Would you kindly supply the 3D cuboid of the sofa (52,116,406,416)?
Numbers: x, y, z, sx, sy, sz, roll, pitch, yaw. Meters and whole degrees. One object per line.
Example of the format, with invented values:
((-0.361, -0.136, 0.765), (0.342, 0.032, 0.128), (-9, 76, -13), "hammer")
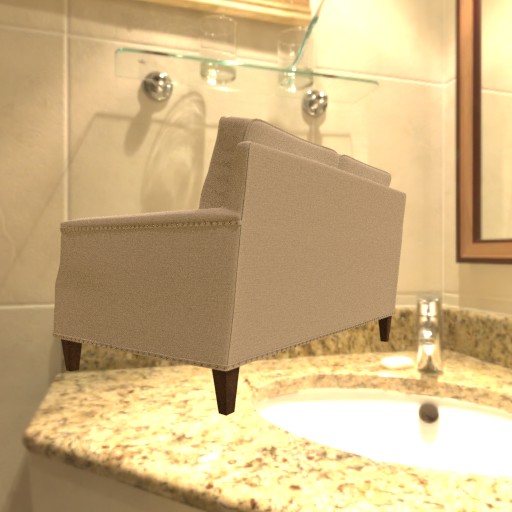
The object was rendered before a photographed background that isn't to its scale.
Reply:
((0.000, 0.000, 2.257), (1.084, 1.003, 1.597), (0, 1, 36), "sofa")
